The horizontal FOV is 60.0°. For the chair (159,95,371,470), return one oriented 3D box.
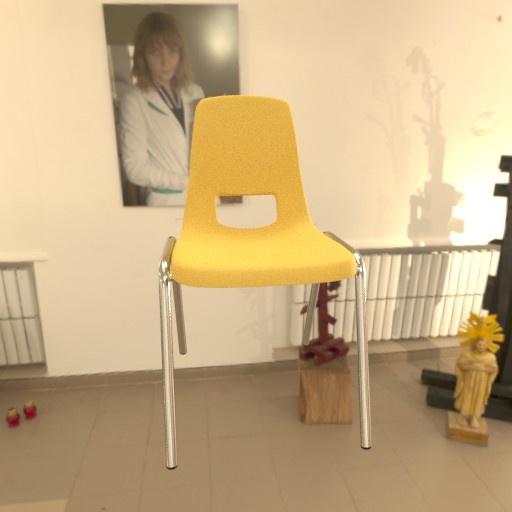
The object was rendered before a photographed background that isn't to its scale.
[{"bbox_3d":[0.000,0.000,0.919,0.381,0.653,0.436,-2,17,-8],"label":"chair"}]
